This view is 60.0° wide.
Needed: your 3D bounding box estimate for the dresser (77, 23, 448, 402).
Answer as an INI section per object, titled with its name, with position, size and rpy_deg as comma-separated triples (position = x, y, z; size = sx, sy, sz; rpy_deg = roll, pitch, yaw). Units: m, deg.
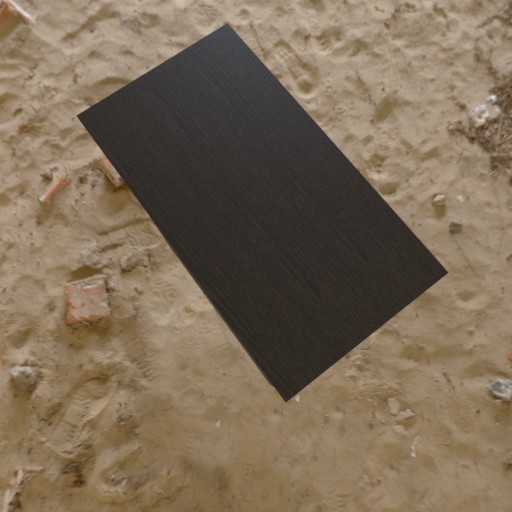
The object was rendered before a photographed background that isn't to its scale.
[dresser]
position = 0.000, 0.000, 1.364
size = 0.399, 1.020, 0.704
rpy_deg = -36, 78, -9
